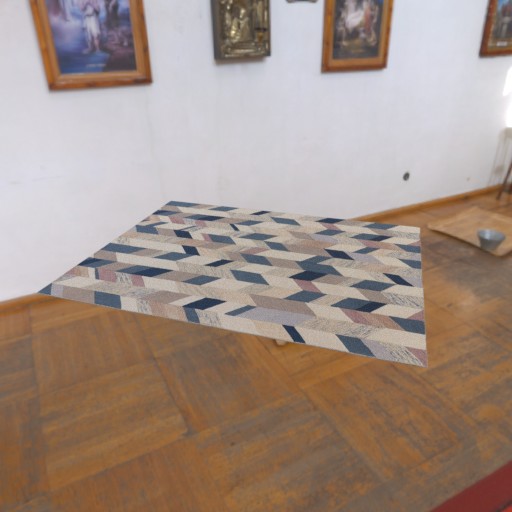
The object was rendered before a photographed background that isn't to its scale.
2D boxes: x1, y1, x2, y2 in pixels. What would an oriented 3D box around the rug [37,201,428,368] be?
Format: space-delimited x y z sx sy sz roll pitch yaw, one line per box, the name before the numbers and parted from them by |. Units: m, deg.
rug | 0.000 0.000 4.300 3.072 0.011 2.451 8 27 16
